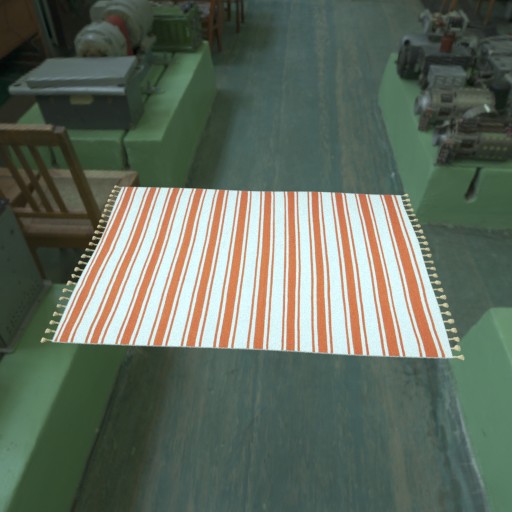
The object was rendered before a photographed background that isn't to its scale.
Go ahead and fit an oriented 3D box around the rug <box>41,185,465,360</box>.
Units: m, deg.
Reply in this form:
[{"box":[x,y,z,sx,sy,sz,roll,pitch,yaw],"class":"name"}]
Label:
[{"box":[0.000,0.000,3.065,2.433,0.022,1.556,2,44,2],"class":"rug"}]
